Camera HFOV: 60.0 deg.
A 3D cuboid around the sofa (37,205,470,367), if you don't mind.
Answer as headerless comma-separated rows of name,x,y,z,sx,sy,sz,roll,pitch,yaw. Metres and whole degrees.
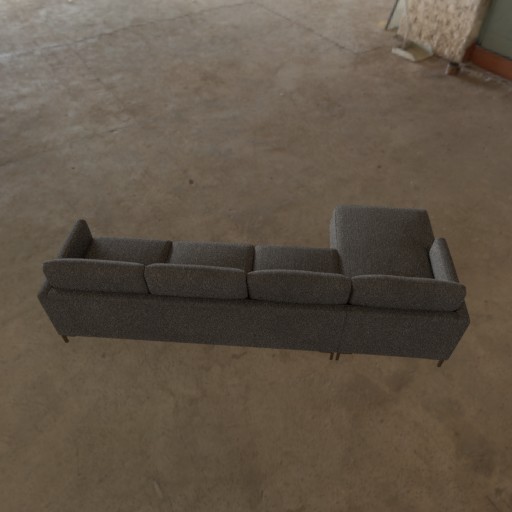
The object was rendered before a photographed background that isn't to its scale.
sofa,0.000,0.000,3.510,2.932,0.810,1.350,3,47,3
